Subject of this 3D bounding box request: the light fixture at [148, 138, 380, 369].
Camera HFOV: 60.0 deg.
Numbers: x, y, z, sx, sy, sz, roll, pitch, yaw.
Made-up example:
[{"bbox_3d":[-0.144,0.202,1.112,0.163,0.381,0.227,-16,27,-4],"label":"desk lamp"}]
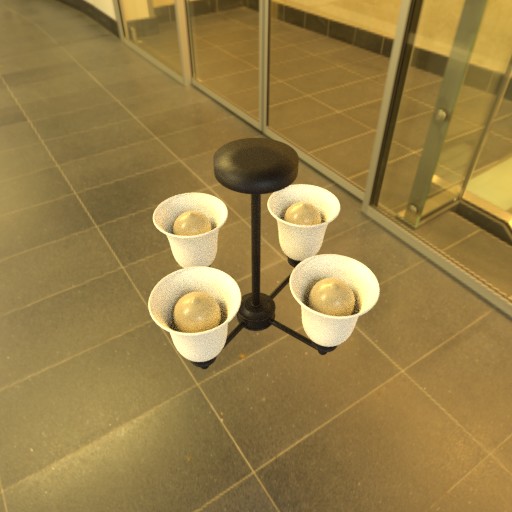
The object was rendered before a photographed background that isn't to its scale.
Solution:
[{"bbox_3d":[0.000,0.000,1.864,1.069,0.925,1.069,27,48,27],"label":"light fixture"}]
